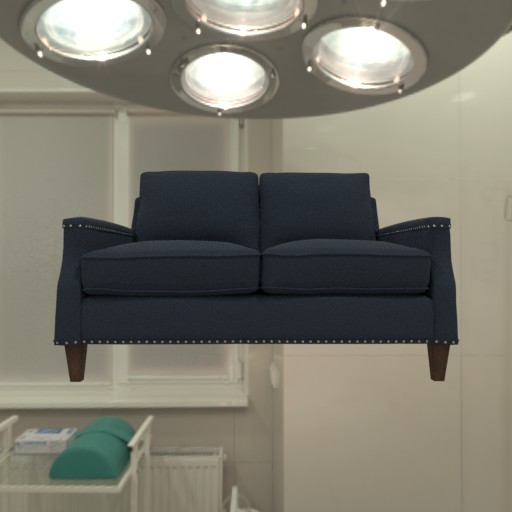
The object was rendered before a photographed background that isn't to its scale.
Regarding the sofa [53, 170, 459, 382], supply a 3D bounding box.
[{"bbox_3d":[0.000,0.000,2.248,1.597,1.003,1.084,0,-1,0],"label":"sofa"}]
